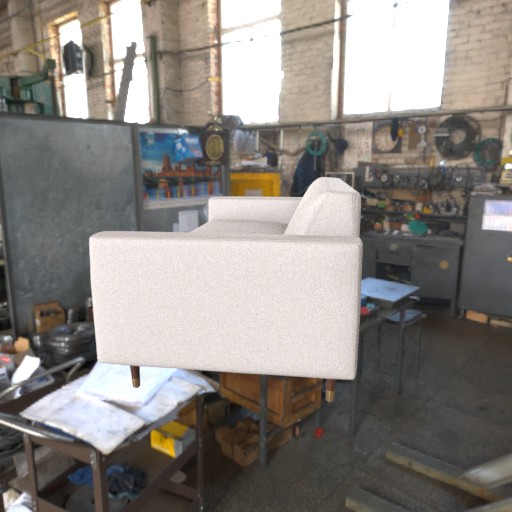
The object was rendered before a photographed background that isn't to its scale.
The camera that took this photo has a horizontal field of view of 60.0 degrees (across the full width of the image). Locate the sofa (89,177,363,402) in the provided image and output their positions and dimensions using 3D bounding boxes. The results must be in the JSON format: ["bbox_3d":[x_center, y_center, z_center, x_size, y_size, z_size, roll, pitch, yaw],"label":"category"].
[{"bbox_3d":[0.000,0.000,2.434,0.969,0.814,1.895,2,12,8],"label":"sofa"}]
